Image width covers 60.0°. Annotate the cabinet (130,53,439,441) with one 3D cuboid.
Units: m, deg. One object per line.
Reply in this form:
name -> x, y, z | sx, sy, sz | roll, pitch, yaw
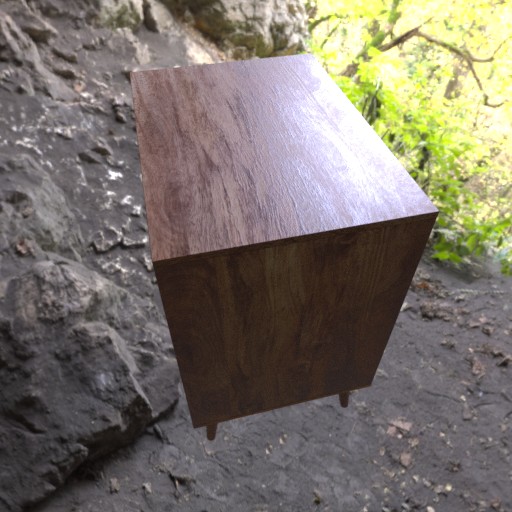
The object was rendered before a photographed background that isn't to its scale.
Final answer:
cabinet -> 0.000, 0.000, 1.175 | 0.473, 0.758, 0.647 | -10, 47, -10
